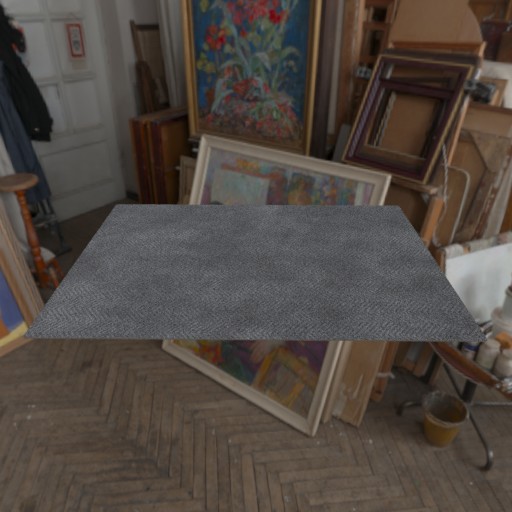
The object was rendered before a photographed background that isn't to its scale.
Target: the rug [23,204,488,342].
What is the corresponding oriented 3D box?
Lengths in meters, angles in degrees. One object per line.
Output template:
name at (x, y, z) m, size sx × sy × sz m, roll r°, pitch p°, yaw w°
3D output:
rug at (0.000, 0.000, 2.817) m, size 2.235 × 0.008 × 1.600 m, roll 0°, pitch 30°, yaw 1°
